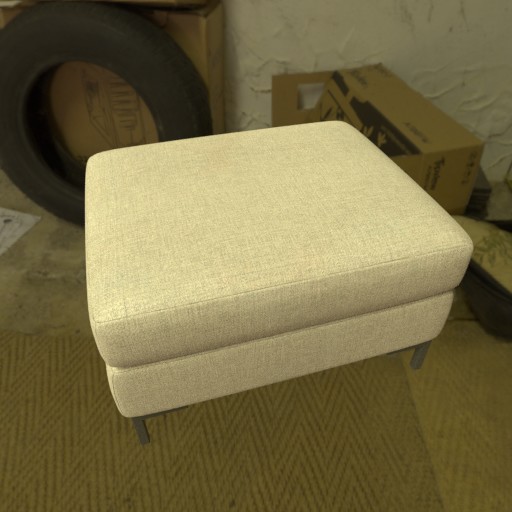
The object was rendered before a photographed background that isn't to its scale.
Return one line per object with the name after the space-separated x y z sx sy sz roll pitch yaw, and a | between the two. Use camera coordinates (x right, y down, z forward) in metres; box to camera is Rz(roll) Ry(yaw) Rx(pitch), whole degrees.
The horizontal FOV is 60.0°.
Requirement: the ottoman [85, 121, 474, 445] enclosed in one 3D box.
0.000 0.000 1.207 0.820 0.490 0.671 -11 42 -12 | ottoman
